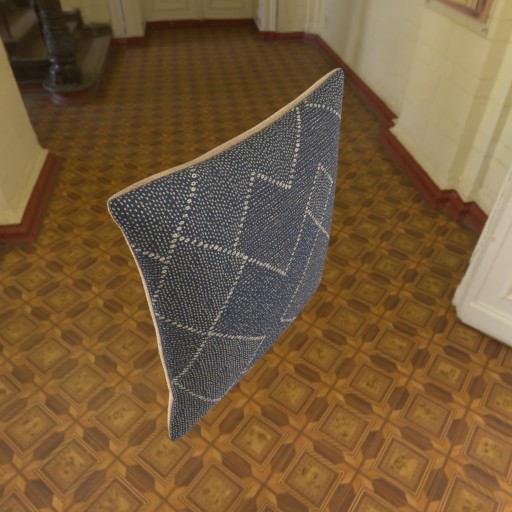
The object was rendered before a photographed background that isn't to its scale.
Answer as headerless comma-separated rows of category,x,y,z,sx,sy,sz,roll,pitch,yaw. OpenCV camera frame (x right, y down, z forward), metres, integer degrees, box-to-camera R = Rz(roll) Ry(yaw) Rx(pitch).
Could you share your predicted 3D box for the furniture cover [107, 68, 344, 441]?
furniture cover,0.000,0.000,0.768,0.162,0.503,0.511,26,47,26
